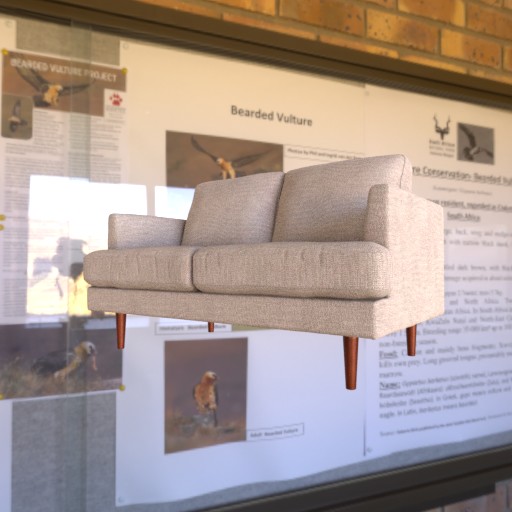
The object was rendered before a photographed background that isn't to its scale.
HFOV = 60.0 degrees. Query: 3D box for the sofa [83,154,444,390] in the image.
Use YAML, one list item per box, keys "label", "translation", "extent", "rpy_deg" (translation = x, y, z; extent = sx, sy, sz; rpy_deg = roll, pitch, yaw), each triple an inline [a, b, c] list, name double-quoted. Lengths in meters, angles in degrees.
- label: "sofa"
  translation: [0.000, 0.000, 2.163]
  extent: [1.582, 0.944, 0.903]
  rpy_deg: [-1, -1, 36]
